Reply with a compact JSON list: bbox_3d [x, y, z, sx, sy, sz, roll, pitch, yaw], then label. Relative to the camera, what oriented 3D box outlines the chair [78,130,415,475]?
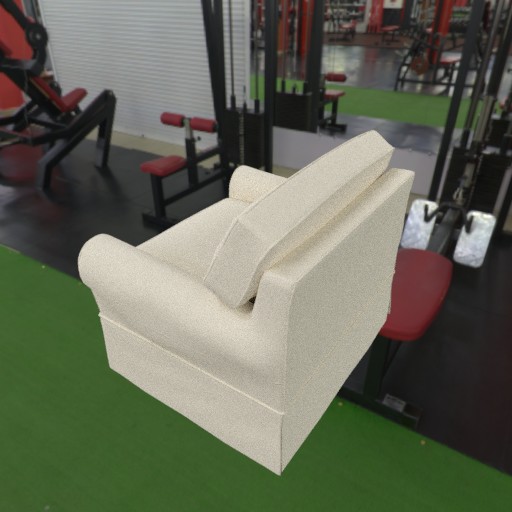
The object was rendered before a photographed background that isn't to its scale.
[{"bbox_3d":[0.000,0.000,1.825,0.904,0.958,1.099,20,36,29],"label":"chair"}]
